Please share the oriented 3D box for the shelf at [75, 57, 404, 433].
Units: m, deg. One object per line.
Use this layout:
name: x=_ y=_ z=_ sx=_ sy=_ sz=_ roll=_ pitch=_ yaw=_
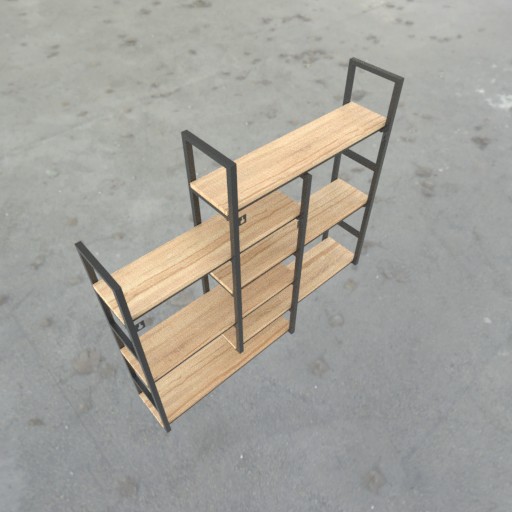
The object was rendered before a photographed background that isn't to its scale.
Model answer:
shelf: x=0.000 y=0.000 z=1.395 sx=0.946 sy=0.921 sz=0.183 roll=-33 pitch=55 yaw=-27
